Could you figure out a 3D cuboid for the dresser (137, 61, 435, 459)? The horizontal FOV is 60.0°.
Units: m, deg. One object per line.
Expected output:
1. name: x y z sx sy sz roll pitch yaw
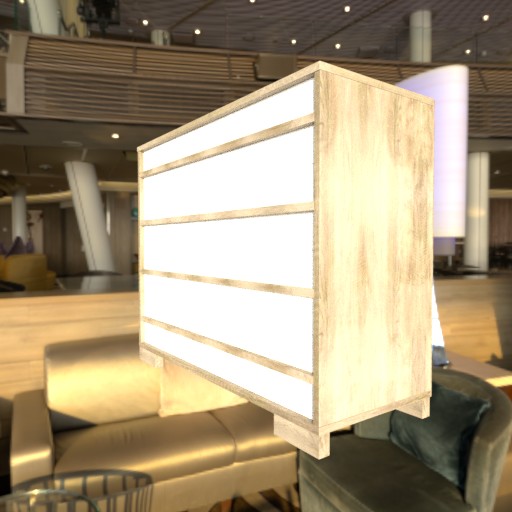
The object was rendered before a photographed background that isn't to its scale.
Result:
1. dresser: 0.000 0.000 1.423 0.404 0.816 0.994 -1 2 -36
